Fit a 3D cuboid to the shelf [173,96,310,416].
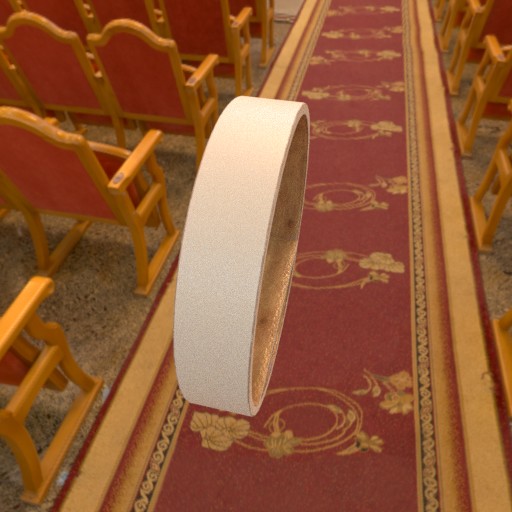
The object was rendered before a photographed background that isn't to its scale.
[{"bbox_3d":[0.000,0.000,1.204,0.158,0.807,0.806,10,47,9],"label":"shelf"}]
